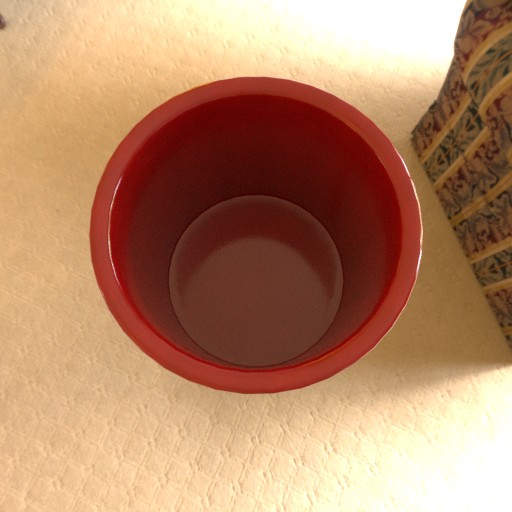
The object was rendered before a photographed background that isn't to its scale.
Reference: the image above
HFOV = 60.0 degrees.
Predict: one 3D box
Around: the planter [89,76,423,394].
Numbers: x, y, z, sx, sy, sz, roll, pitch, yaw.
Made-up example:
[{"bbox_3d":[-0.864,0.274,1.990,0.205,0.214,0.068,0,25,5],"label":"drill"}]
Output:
[{"bbox_3d":[0.000,0.000,0.400,0.230,0.202,0.230,0,76,0],"label":"planter"}]
